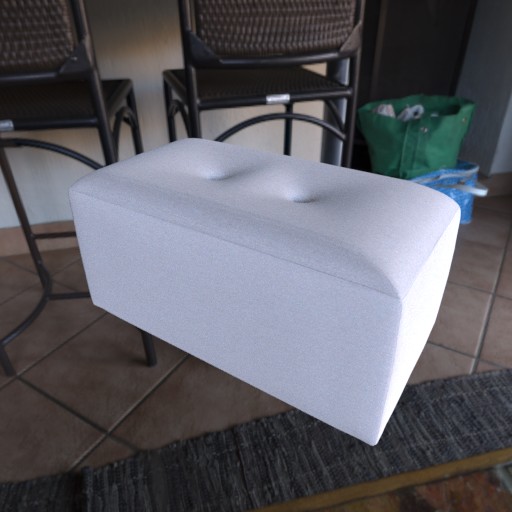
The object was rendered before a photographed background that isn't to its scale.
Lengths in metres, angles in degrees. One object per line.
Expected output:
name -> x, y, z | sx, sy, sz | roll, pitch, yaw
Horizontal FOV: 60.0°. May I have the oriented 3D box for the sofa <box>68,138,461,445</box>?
sofa -> 0.000, 0.000, 1.222 | 0.930, 0.470, 0.480 | 19, 36, 28
